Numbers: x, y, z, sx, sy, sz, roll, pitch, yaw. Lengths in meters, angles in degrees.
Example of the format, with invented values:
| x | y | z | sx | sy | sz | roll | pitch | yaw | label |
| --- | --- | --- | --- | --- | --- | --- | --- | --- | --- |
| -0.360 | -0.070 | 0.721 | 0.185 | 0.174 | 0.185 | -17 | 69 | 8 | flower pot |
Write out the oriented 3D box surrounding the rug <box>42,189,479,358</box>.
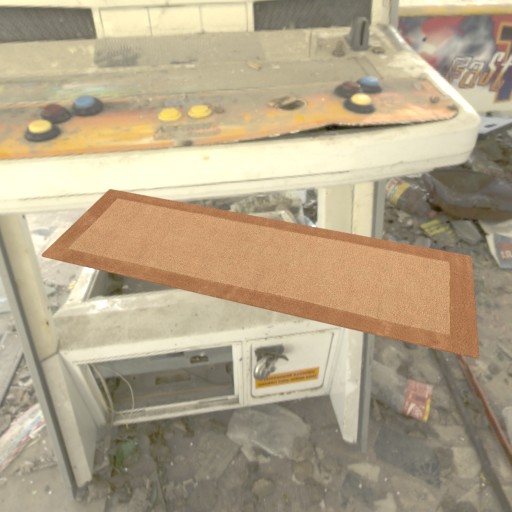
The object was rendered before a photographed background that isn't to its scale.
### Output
| x | y | z | sx | sy | sz | roll | pitch | yaw | label |
| --- | --- | --- | --- | --- | --- | --- | --- | --- | --- |
| 0.000 | 0.000 | 2.629 | 2.439 | 0.017 | 0.764 | 12 | 42 | 13 | rug |
